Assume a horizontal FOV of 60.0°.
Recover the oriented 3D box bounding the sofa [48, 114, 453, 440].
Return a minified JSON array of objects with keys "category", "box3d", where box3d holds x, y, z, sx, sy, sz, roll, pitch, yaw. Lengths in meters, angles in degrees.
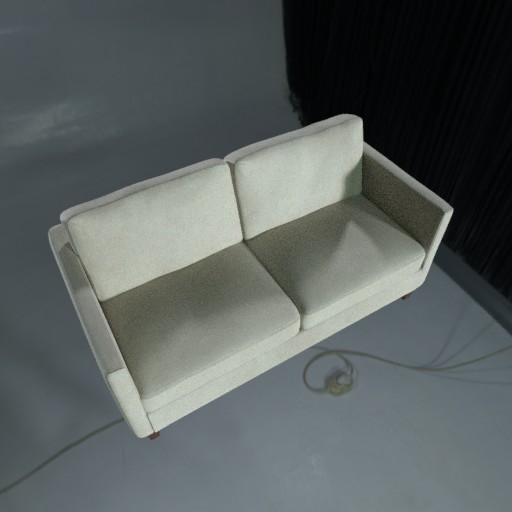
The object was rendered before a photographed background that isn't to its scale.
[{"category":"sofa","box3d":[0.000,0.000,2.384,1.846,0.940,0.950,-24,52,-20]}]
